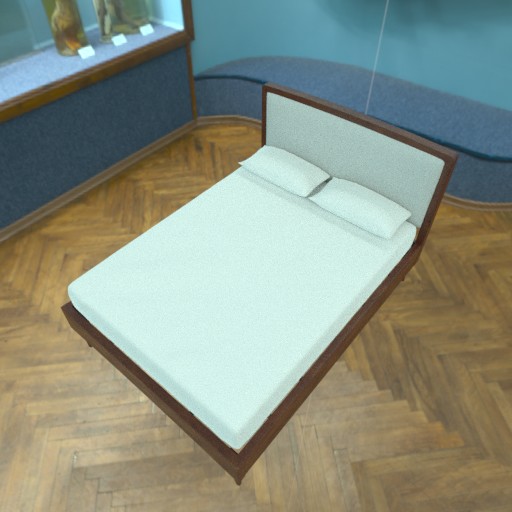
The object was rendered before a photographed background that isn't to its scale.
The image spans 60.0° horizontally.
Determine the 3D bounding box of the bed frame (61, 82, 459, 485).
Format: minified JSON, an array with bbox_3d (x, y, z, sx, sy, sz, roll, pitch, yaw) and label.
[{"bbox_3d":[0.000,0.000,3.062,1.587,1.279,2.171,32,54,26],"label":"bed frame"}]
